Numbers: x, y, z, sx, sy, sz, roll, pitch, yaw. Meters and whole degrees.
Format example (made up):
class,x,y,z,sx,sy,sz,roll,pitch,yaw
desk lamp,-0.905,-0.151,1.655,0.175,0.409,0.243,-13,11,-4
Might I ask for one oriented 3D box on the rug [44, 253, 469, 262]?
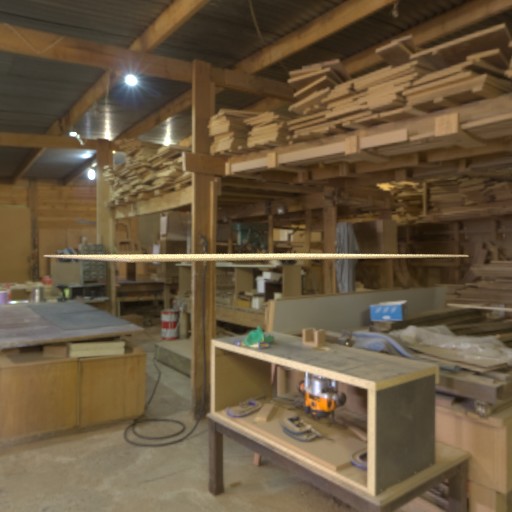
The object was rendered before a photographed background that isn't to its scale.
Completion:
class,x,y,z,sx,sy,sz,roll,pitch,yaw
rug,0.000,0.000,2.698,2.115,0.013,1.517,-1,1,-35
